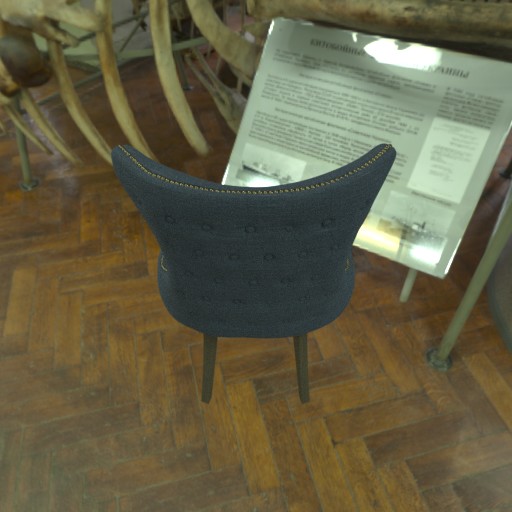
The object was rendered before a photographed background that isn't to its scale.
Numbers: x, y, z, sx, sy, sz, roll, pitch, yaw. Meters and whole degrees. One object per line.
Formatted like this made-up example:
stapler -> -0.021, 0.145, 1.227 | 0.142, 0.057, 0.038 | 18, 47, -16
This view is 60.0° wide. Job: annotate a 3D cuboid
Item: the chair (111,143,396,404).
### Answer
chair -> 0.000, 0.000, 1.359 | 0.628, 0.967, 0.635 | 0, 45, 0
